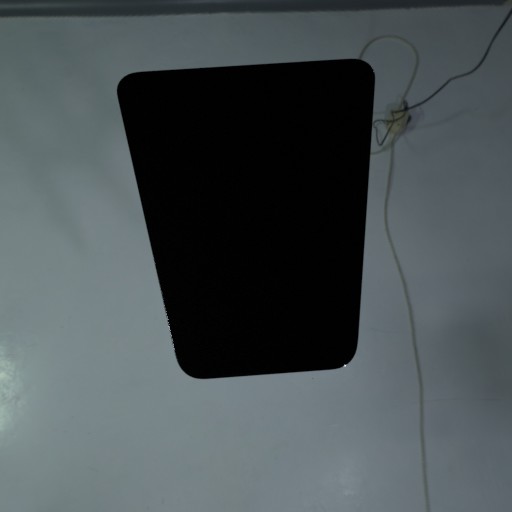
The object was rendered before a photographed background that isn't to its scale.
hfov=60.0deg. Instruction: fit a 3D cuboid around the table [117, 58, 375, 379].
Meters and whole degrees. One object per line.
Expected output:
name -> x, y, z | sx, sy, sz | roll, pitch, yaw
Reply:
table -> 0.000, 0.000, 0.978 | 0.427, 0.624, 0.500 | -4, 76, -1
